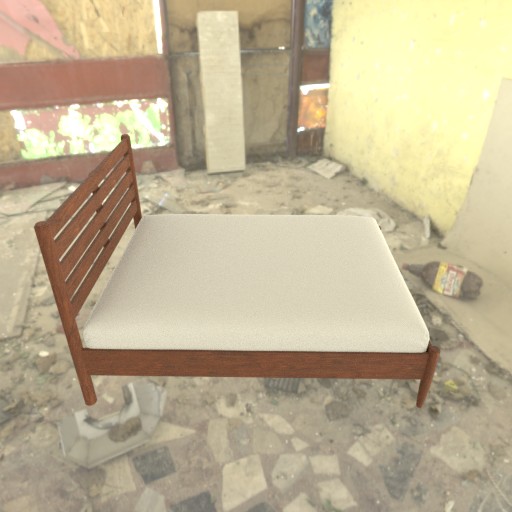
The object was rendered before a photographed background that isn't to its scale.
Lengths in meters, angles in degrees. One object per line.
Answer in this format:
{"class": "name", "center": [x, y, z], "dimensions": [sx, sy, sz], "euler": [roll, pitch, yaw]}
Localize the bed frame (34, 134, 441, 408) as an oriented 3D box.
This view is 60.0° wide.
{"class": "bed frame", "center": [0.000, 0.000, 3.256], "dimensions": [2.234, 1.321, 1.655], "euler": [1, 31, 1]}
